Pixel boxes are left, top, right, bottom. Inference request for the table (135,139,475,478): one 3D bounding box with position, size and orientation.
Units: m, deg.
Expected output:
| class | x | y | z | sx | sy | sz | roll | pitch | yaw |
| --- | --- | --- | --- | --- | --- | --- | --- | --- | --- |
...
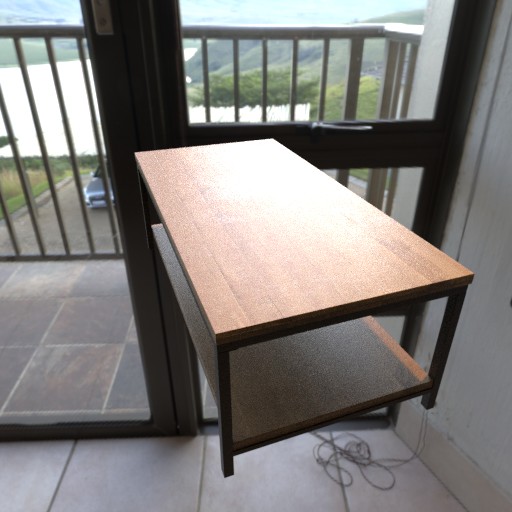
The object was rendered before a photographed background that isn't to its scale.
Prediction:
| class | x | y | z | sx | sy | sz | roll | pitch | yaw |
| --- | --- | --- | --- | --- | --- | --- | --- | --- | --- |
| table | 0.000 | 0.000 | 1.373 | 0.551 | 0.399 | 1.100 | -10 | 31 | -17 |
